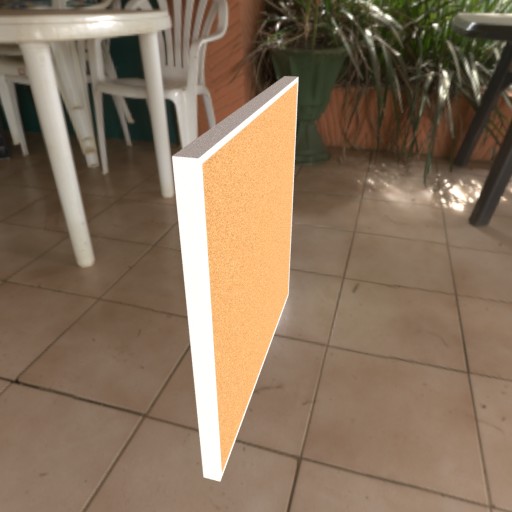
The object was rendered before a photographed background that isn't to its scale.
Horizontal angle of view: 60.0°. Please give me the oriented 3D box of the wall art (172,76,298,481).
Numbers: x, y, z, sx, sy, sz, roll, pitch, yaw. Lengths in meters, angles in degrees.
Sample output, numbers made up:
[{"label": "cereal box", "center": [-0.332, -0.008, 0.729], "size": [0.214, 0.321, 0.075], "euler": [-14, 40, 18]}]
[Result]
[{"label": "wall art", "center": [0.000, 0.000, 1.151], "size": [0.041, 0.765, 0.768], "euler": [8, 31, 13]}]
